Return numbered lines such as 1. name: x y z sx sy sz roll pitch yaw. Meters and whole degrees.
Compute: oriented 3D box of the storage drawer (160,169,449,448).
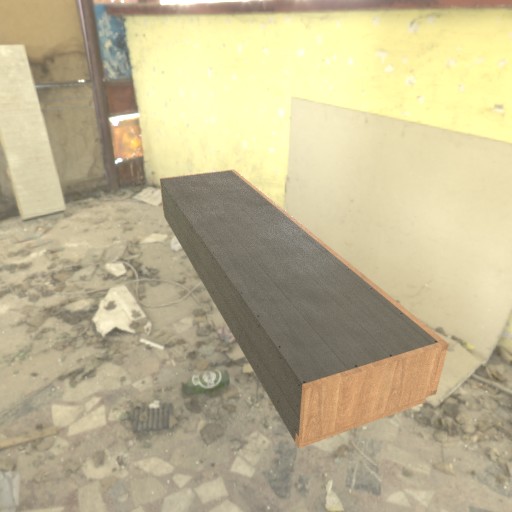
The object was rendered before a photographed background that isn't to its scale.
1. storage drawer: 0.000 0.000 2.224 0.538 0.264 2.032 -11 30 -20
